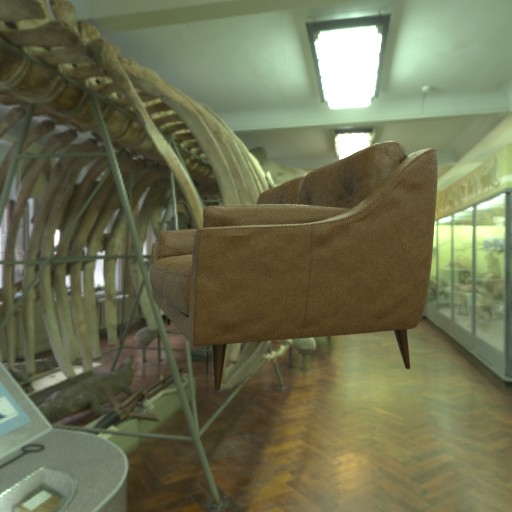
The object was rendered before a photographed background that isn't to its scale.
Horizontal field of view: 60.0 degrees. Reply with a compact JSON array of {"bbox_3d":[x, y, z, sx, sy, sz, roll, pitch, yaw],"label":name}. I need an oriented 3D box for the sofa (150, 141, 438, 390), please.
[{"bbox_3d":[0.000,0.000,2.263,0.981,0.886,1.731,0,0,-18],"label":"sofa"}]
